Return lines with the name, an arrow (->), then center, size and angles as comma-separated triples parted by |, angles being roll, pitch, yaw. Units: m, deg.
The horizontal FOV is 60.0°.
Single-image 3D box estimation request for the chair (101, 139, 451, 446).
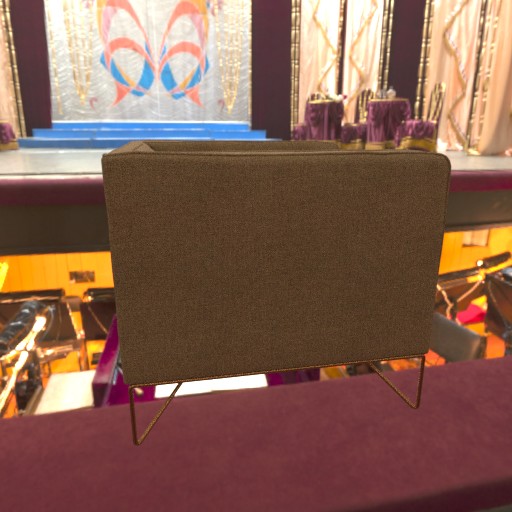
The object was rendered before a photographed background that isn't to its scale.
chair -> 0.000, 0.000, 1.613 | 0.912, 0.799, 0.920 | -3, 17, -11
